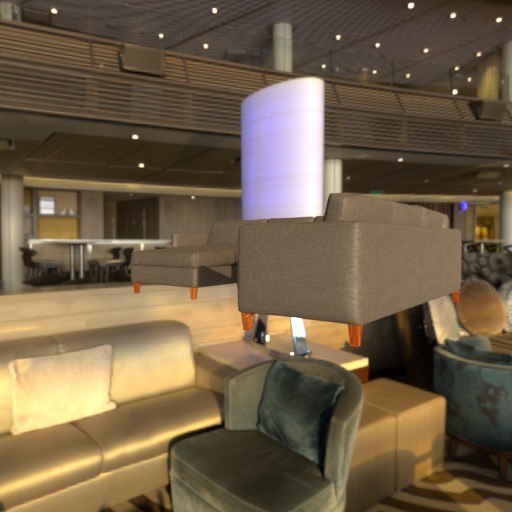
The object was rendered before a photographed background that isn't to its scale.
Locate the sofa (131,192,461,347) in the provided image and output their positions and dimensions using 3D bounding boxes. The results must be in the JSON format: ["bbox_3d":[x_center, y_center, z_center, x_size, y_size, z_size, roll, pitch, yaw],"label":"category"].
[{"bbox_3d":[0.000,0.000,4.624,3.460,0.961,2.594,1,2,37],"label":"sofa"}]
